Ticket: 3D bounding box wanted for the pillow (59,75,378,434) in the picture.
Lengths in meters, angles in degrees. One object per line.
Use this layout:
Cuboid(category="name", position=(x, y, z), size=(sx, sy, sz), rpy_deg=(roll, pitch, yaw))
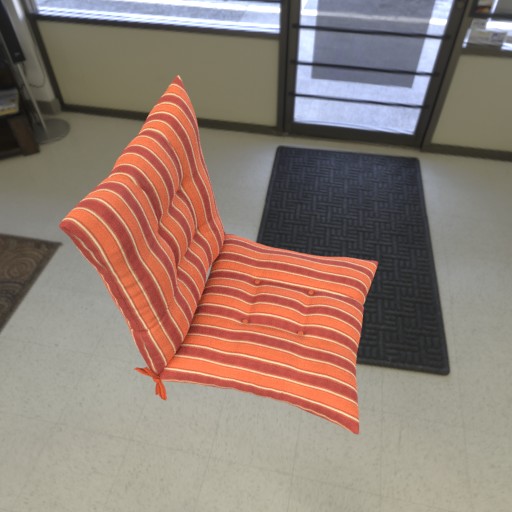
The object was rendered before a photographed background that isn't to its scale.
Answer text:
Cuboid(category="pillow", position=(0.000, 0.000, 0.987), size=(0.585, 0.536, 0.541), rpy_deg=(11, 49, 10))
